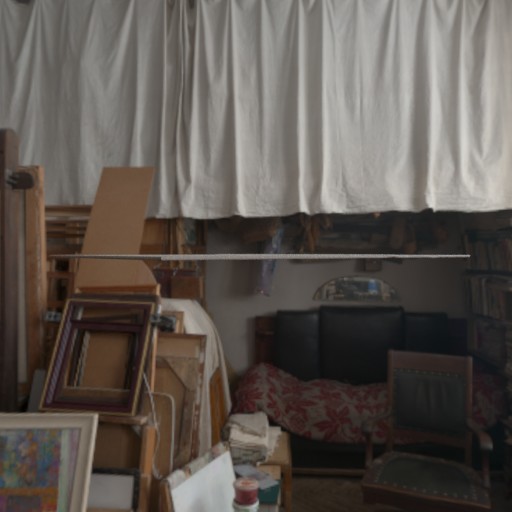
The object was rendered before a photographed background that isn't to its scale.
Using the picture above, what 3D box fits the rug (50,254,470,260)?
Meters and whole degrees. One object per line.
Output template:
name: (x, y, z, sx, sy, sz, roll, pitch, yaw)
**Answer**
rug: (0.000, 0.000, 4.055, 3.007, 0.032, 2.434, 0, 0, -37)
